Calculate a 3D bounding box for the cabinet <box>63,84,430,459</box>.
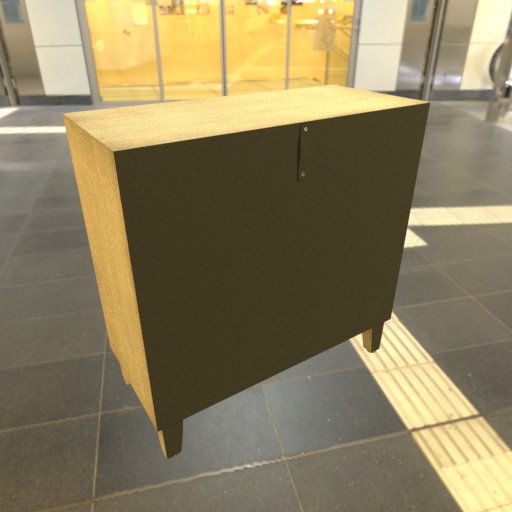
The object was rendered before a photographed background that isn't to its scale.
[{"bbox_3d":[0.000,0.000,1.217,0.781,0.787,0.370,-18,34,-29],"label":"cabinet"}]
